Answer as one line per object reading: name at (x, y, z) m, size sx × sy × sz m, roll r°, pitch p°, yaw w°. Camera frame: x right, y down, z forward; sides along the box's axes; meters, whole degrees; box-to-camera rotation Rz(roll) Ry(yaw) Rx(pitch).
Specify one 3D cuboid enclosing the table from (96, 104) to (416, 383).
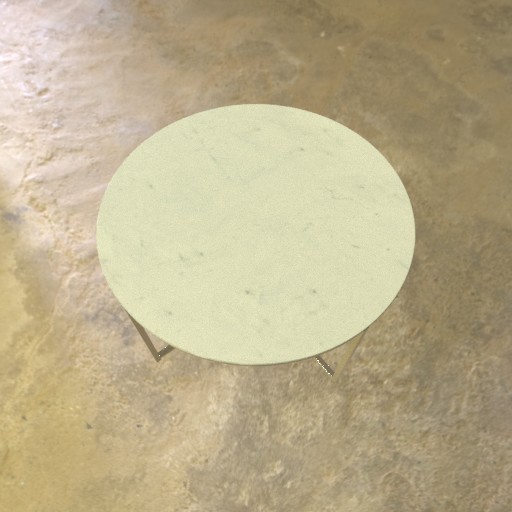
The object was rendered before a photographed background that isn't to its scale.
table at (0.000, 0.000, 1.321) m, size 0.800 × 0.450 × 0.800 m, roll 0°, pitch 59°, yaw 0°
